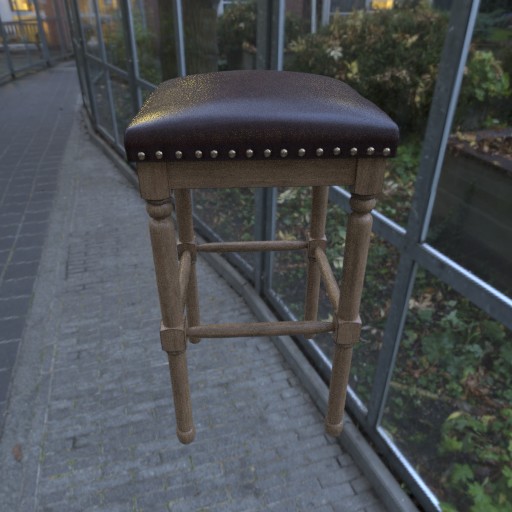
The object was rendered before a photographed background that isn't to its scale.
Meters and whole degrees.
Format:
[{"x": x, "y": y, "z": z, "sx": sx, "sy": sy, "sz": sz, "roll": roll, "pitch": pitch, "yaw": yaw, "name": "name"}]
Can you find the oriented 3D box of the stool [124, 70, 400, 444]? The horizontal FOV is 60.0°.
[{"x": 0.000, "y": 0.000, "z": 0.912, "sx": 0.383, "sy": 0.702, "sz": 0.382, "roll": -2, "pitch": 30, "yaw": -3, "name": "stool"}]
